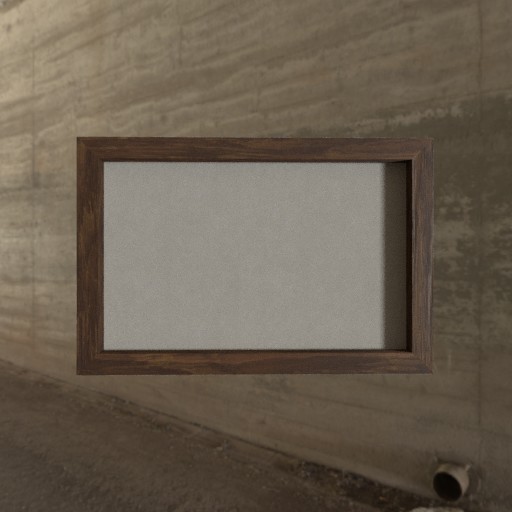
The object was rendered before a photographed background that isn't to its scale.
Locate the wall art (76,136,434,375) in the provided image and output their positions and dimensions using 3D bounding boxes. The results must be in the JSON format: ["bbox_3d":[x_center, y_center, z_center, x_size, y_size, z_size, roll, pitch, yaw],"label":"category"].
[{"bbox_3d":[0.000,0.000,0.773,0.609,0.405,0.035,0,0,-1],"label":"wall art"}]
